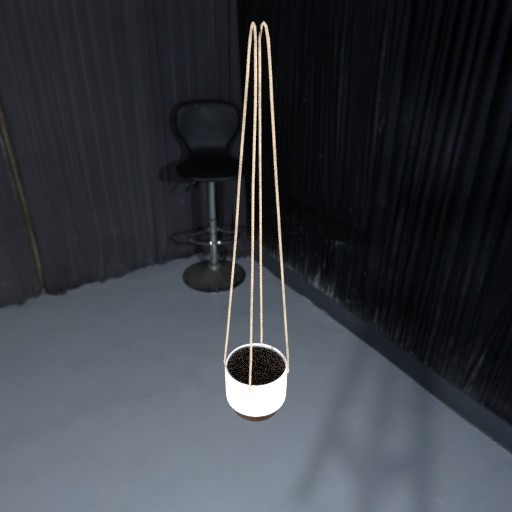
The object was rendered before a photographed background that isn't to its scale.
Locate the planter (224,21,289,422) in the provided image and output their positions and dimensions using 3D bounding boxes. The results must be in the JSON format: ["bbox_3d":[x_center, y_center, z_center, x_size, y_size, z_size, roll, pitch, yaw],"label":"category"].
[{"bbox_3d":[0.000,0.000,0.898,0.146,0.841,0.146,-18,34,-29],"label":"planter"}]
